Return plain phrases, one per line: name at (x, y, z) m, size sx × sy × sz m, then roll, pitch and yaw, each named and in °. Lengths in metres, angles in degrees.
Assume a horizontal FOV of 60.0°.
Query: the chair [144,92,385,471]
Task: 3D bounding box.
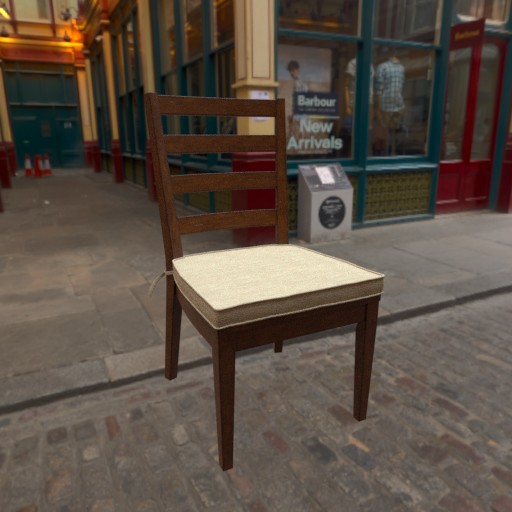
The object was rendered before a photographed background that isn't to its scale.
chair at (0.000, 0.000, 1.379) m, size 0.593 × 0.979 × 0.595 m, roll -8°, pitch 17°, yaw -26°
